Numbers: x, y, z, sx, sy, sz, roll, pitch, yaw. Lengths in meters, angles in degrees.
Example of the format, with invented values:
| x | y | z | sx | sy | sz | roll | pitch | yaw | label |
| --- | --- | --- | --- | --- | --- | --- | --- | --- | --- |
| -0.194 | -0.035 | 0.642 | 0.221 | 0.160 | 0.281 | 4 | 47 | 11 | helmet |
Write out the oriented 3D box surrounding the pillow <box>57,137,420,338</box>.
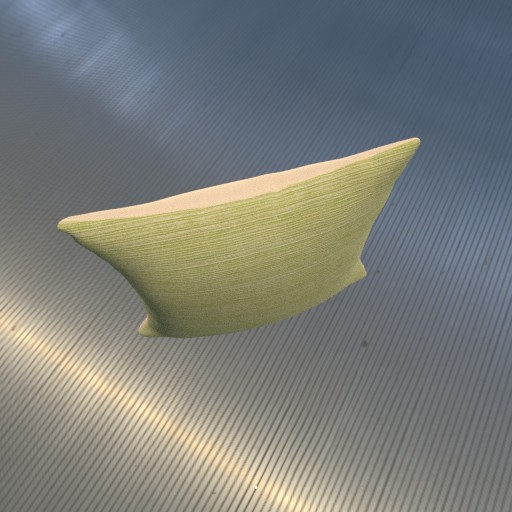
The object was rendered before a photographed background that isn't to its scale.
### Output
| x | y | z | sx | sy | sz | roll | pitch | yaw | label |
| --- | --- | --- | --- | --- | --- | --- | --- | --- | --- |
| 0.000 | 0.000 | 0.842 | 0.560 | 0.487 | 0.229 | -14 | 63 | -7 | pillow |
